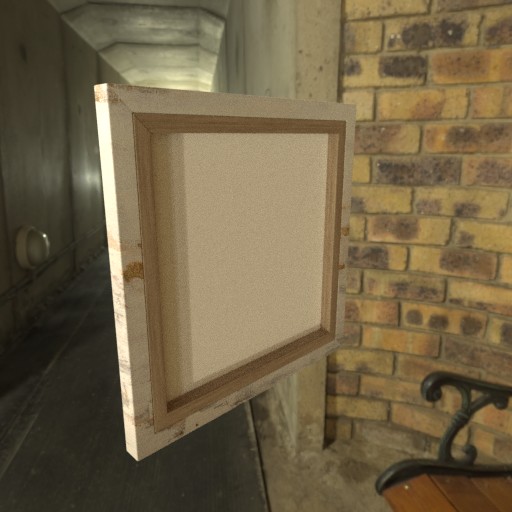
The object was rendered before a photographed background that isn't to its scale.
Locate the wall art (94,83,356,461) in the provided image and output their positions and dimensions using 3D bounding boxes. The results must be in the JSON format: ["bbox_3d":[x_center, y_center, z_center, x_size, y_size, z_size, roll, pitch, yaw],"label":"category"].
[{"bbox_3d":[0.000,0.000,0.905,0.611,0.613,0.040,-14,21,-43],"label":"wall art"}]
